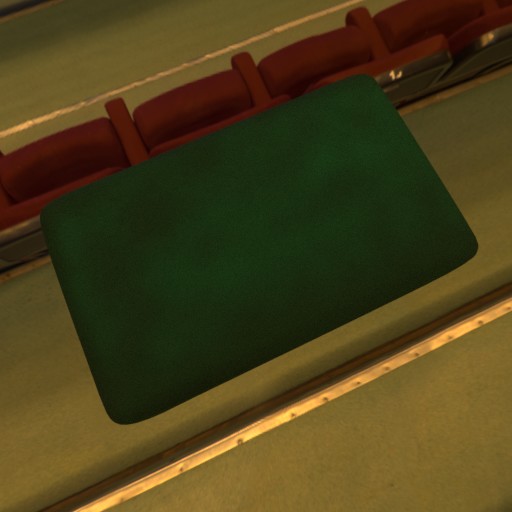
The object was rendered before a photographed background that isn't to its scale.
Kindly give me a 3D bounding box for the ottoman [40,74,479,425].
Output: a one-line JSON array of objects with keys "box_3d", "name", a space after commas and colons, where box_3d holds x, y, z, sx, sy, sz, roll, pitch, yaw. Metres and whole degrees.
[{"box_3d": [0.000, 0.000, 1.205, 0.886, 0.533, 0.536, -24, 76, -6], "name": "ottoman"}]
